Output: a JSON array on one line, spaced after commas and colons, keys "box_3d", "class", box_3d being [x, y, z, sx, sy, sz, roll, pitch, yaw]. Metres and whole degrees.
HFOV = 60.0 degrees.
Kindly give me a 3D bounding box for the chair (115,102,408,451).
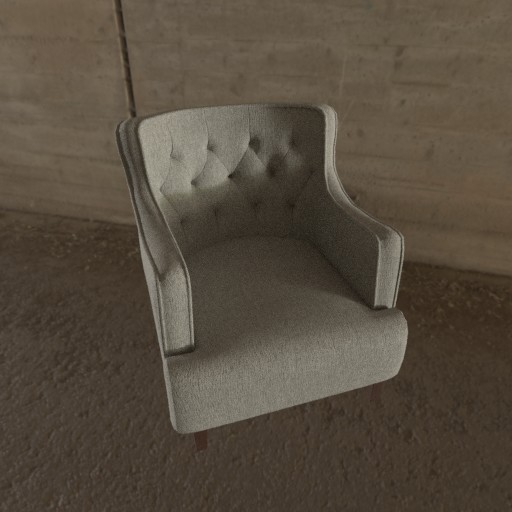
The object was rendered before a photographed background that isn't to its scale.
[{"box_3d": [0.000, 0.000, 1.591, 0.820, 0.920, 0.910, -10, 32, -16], "class": "chair"}]
